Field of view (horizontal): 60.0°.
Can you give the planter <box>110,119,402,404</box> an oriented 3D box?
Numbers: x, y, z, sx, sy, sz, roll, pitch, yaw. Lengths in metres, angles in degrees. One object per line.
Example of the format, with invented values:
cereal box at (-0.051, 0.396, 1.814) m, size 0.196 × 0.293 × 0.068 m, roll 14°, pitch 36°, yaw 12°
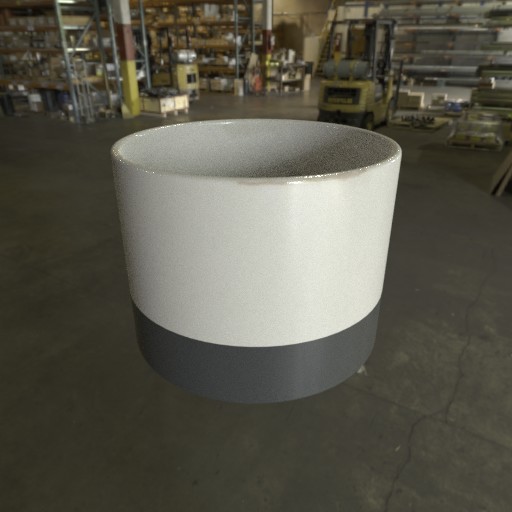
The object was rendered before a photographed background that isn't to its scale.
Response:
planter at (0.000, 0.000, 0.343) m, size 0.193 × 0.177 × 0.193 m, roll 0°, pitch 26°, yaw 0°
